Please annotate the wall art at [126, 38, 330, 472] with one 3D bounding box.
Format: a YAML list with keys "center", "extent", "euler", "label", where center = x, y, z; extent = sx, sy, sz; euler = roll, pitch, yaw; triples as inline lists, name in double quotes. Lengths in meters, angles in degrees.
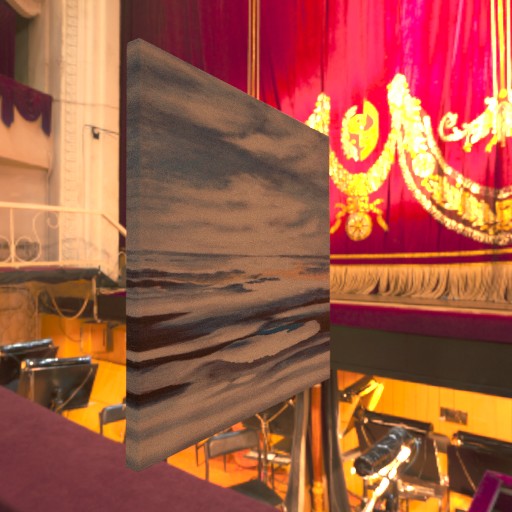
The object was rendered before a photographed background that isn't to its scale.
- center: [0.000, 0.000, 1.074]
  extent: [0.035, 0.747, 0.747]
  euler: [0, -1, 35]
  label: "wall art"
